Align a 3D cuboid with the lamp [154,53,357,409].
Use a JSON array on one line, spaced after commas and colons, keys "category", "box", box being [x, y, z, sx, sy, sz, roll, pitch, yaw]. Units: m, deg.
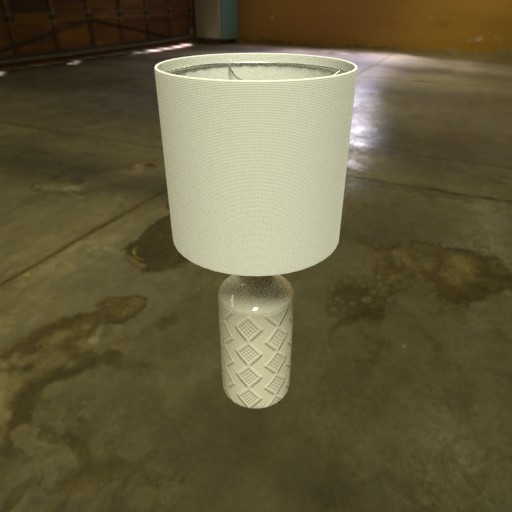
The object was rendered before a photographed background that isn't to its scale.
[{"category": "lamp", "box": [0.000, 0.000, 0.576, 0.207, 0.461, 0.207, -10, 32, -17]}]
